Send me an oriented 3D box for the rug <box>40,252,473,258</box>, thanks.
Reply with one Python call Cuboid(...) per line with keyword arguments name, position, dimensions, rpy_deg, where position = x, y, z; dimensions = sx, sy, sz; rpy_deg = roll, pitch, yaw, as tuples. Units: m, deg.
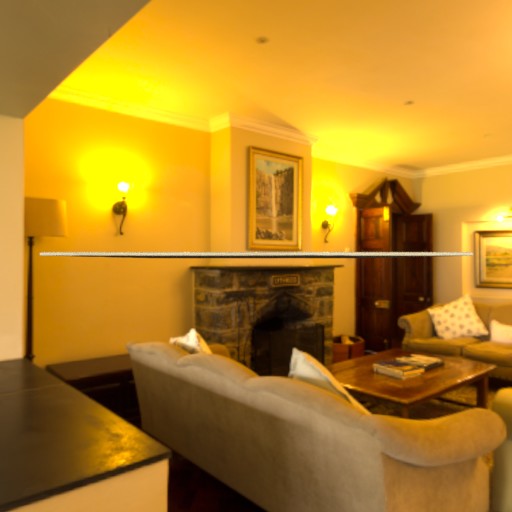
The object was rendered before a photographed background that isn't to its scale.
Cuboid(name="rug", position=(0.000, 0.000, 0.876), dimensions=(0.548, 0.006, 0.639), rpy_deg=(0, -1, 0))
